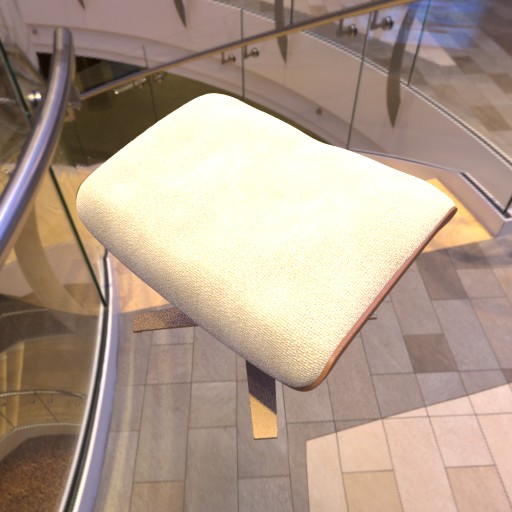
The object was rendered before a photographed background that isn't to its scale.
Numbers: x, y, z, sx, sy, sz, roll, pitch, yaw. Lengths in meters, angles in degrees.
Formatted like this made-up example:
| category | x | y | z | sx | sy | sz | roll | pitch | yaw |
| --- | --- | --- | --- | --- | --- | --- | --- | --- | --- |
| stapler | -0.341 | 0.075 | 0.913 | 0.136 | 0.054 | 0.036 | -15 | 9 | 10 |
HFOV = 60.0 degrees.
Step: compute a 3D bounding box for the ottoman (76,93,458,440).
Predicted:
| category | x | y | z | sx | sy | sz | roll | pitch | yaw |
| --- | --- | --- | --- | --- | --- | --- | --- | --- | --- |
| ottoman | 0.000 | 0.000 | 0.811 | 0.520 | 0.391 | 0.394 | 32 | 55 | 27 |
